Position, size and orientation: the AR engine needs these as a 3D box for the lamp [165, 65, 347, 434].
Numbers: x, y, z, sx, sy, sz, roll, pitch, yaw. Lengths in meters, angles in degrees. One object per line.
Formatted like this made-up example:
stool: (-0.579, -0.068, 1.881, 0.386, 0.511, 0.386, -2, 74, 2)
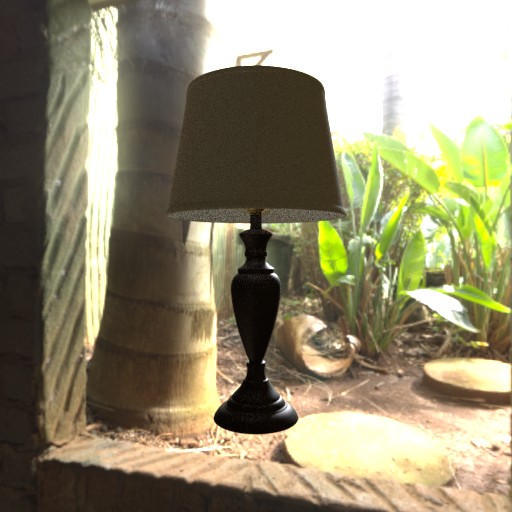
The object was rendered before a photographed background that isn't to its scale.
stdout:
lamp: (0.000, 0.000, 0.836, 0.335, 0.611, 0.335, 0, 0, 0)
